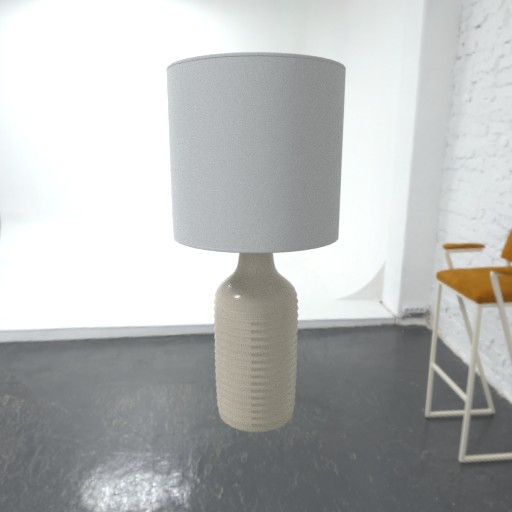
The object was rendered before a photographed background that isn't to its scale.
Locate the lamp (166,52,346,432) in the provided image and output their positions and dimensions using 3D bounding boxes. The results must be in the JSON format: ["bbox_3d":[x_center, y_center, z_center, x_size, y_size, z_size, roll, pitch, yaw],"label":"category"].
[{"bbox_3d":[0.000,0.000,0.608,0.220,0.475,0.220,-6,14,-24],"label":"lamp"}]
